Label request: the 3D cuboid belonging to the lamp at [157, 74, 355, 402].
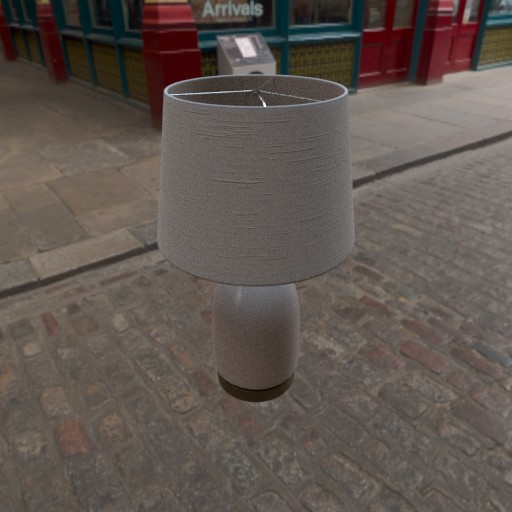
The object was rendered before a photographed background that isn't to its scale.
[{"bbox_3d":[0.000,0.000,0.672,0.285,0.483,0.285,0,30,0],"label":"lamp"}]
